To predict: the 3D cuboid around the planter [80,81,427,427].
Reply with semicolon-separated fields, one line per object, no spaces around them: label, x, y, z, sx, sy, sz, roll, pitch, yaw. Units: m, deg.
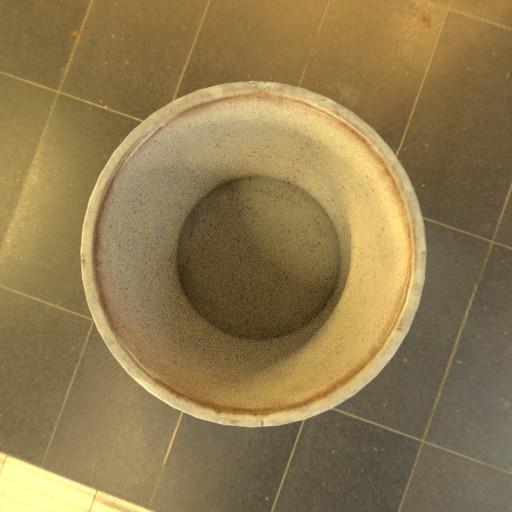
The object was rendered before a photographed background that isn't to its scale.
planter;0.000;0.000;0.309;0.186;0.144;0.186;0;88;2
